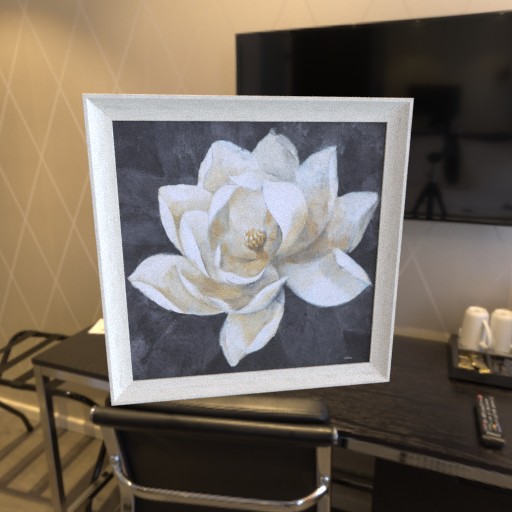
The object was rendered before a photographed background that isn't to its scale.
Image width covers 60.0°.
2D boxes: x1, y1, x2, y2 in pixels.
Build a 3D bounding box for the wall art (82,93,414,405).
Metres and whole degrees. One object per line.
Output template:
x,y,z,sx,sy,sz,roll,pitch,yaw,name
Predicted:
0.000,0.000,1.497,1.016,1.016,0.045,-2,15,-9,wall art
